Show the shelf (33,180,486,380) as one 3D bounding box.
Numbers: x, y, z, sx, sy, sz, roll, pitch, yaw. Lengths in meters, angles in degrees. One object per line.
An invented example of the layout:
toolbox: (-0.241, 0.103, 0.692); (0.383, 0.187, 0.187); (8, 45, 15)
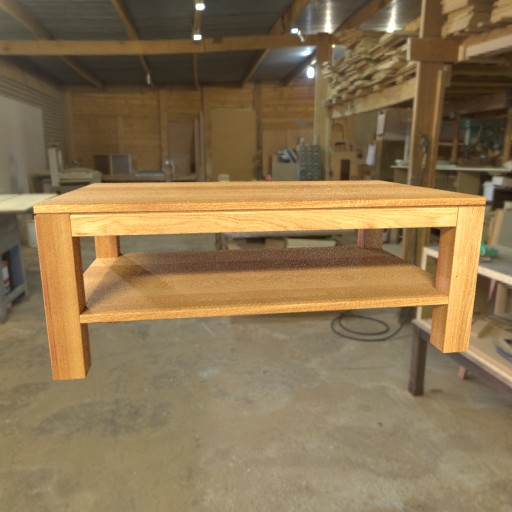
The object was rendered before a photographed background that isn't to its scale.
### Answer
shelf: (0.000, 0.000, 1.498); (1.150, 0.450, 0.700); (-2, 13, -8)
